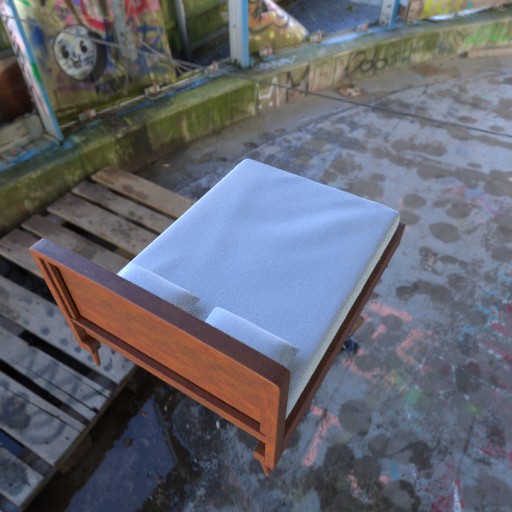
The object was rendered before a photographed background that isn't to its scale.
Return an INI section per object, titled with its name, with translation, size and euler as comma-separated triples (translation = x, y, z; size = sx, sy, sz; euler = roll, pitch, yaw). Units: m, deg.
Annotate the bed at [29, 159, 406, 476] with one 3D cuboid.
[bed]
translation = 0.000, 0.000, 3.223
size = 1.587, 1.275, 2.196
euler = 24, 51, 21
